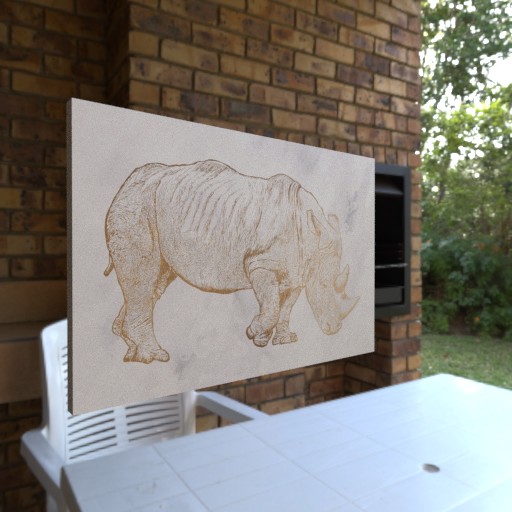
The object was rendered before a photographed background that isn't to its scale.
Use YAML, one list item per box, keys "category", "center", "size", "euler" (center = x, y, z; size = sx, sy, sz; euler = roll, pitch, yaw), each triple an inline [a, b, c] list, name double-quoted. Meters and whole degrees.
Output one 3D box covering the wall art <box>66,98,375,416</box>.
- category: "wall art"
  center: [0.000, 0.000, 1.142]
  size: [0.915, 0.610, 0.038]
  euler: [0, 1, -37]
